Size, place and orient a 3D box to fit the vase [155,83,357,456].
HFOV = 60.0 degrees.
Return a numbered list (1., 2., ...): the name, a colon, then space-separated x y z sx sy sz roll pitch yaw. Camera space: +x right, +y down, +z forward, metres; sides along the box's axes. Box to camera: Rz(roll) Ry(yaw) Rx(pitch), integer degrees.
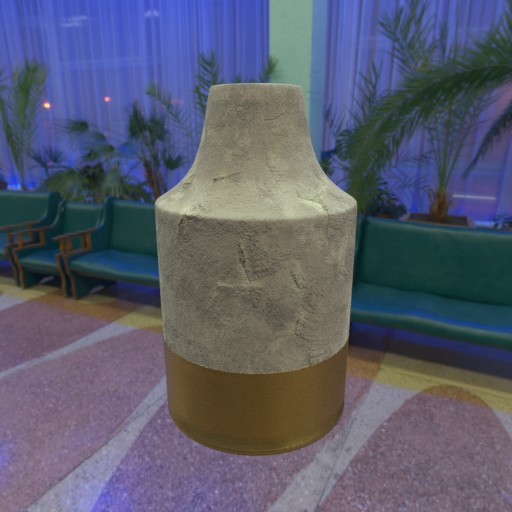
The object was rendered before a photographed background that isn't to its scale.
1. vase: 0.000 0.000 0.426 0.184 0.305 0.184 0 17 0
